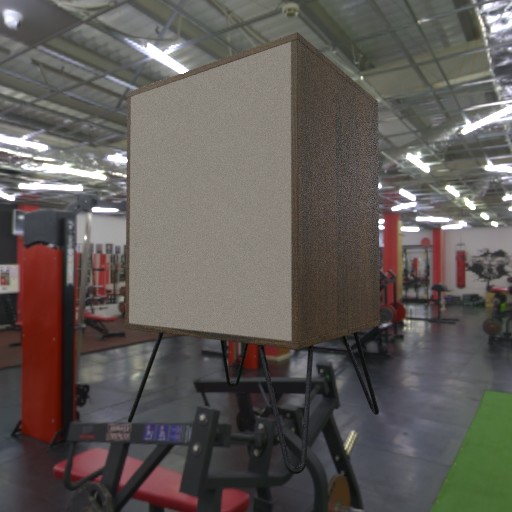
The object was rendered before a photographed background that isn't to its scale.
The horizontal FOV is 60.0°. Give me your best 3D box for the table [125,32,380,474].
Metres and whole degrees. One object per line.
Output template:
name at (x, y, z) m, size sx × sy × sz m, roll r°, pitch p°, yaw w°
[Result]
table at (0.000, 0.000, 1.195) m, size 0.526 × 0.866 × 0.457 m, roll -1°, pitch -2°, yaw 35°
